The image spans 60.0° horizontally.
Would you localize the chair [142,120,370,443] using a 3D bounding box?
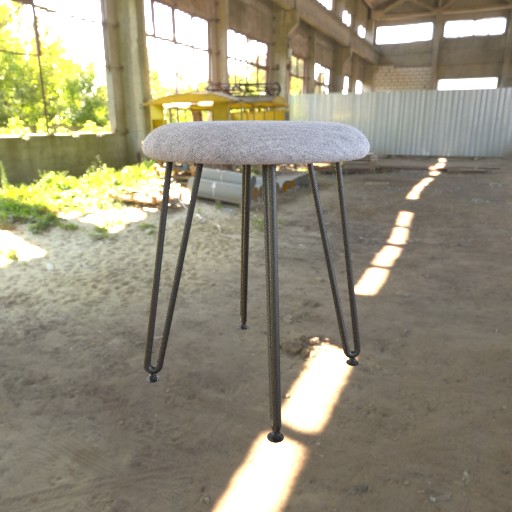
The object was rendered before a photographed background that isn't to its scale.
[{"bbox_3d":[0.000,0.000,0.663,0.350,0.386,0.350,-2,16,-8],"label":"chair"}]
